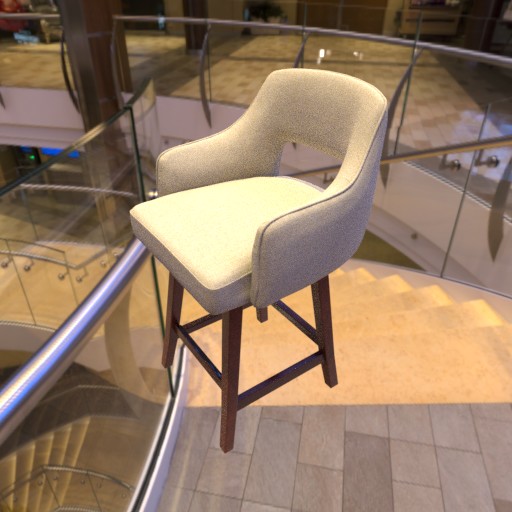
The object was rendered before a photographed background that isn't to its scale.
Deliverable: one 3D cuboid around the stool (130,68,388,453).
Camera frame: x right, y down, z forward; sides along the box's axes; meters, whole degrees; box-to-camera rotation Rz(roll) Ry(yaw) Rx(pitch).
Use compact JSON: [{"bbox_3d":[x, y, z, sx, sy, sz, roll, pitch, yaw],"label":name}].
[{"bbox_3d":[0.000,0.000,1.279,0.560,0.936,0.550,-21,38,-29],"label":"stool"}]
